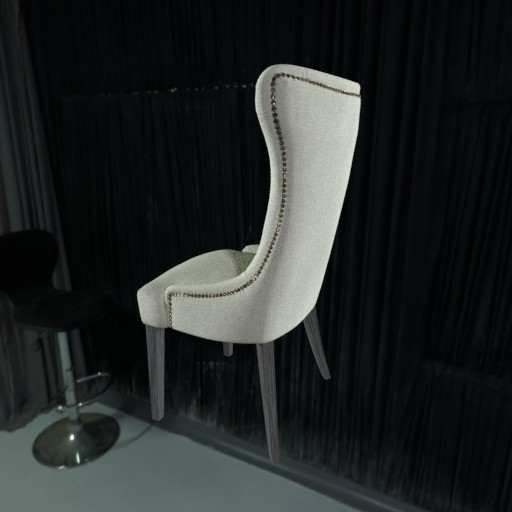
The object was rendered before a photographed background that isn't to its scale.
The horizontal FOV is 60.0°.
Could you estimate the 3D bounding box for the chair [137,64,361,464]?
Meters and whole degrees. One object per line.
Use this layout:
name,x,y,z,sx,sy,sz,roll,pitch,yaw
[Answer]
chair,0.000,0.000,1.422,0.590,1.065,0.584,8,18,25
